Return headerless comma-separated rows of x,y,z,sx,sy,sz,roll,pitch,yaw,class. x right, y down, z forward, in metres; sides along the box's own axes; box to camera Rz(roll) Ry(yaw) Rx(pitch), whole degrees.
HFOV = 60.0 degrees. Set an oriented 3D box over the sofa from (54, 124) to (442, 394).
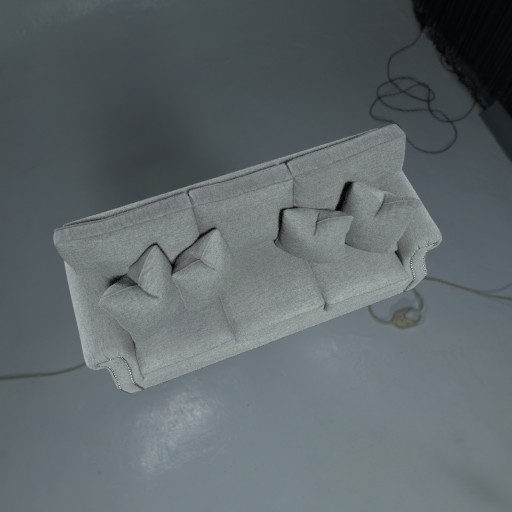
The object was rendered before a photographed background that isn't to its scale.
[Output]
0.000,0.000,2.892,2.312,0.975,0.965,-19,66,-9,sofa
